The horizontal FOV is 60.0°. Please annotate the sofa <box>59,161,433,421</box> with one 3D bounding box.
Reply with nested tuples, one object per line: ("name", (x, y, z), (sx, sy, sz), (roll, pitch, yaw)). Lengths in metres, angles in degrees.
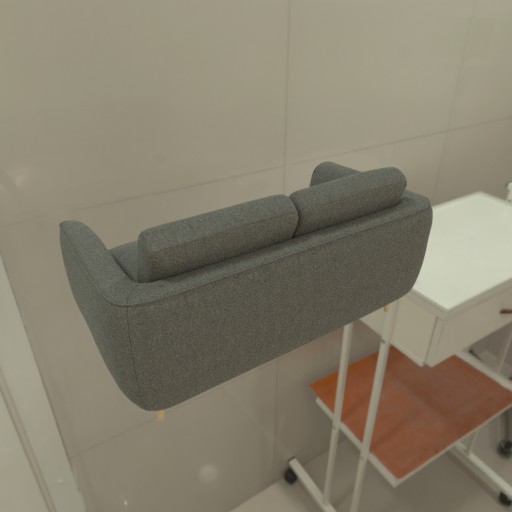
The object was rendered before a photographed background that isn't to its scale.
("sofa", (0.000, 0.000, 2.232), (1.700, 0.870, 0.920), (-18, 34, -29))
